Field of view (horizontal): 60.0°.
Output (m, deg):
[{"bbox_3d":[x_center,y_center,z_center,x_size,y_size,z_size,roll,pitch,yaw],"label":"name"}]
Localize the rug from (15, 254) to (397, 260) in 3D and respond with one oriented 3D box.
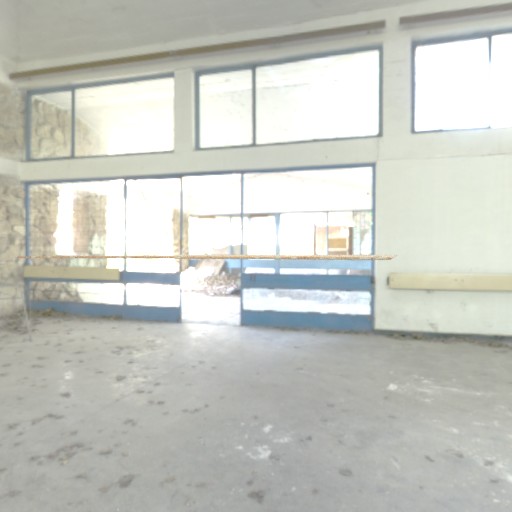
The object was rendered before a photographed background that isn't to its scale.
[{"bbox_3d":[0.000,0.000,4.061,2.441,0.011,3.050,0,0,18],"label":"rug"}]
